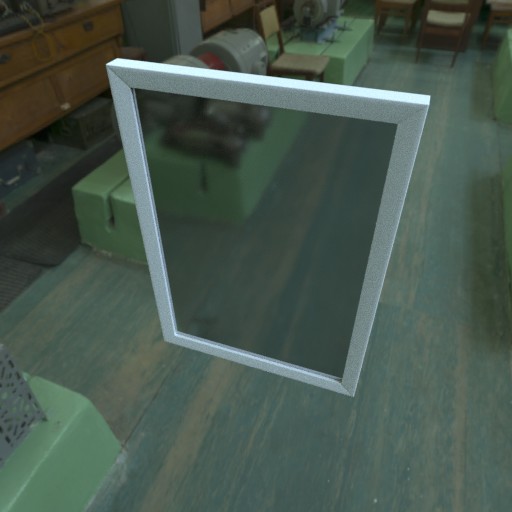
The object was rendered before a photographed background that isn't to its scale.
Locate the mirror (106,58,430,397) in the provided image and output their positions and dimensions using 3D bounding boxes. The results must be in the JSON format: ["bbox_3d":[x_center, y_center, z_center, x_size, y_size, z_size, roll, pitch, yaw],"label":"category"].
[{"bbox_3d":[0.000,0.000,0.904,0.507,0.710,0.040,13,42,15],"label":"mirror"}]
